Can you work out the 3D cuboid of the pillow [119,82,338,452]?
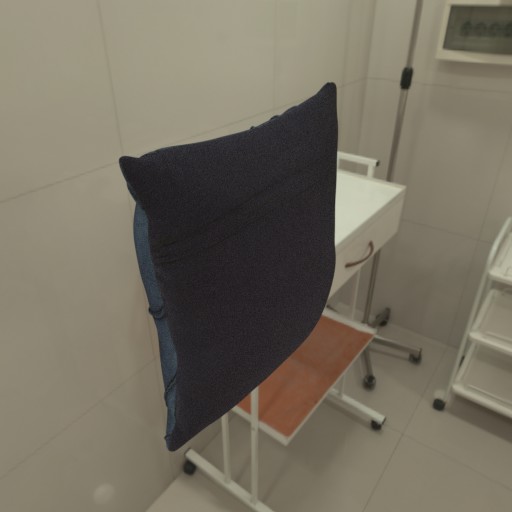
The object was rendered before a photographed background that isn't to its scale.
[{"bbox_3d":[0.000,0.000,0.669,0.183,0.440,0.439,20,37,30],"label":"pillow"}]
